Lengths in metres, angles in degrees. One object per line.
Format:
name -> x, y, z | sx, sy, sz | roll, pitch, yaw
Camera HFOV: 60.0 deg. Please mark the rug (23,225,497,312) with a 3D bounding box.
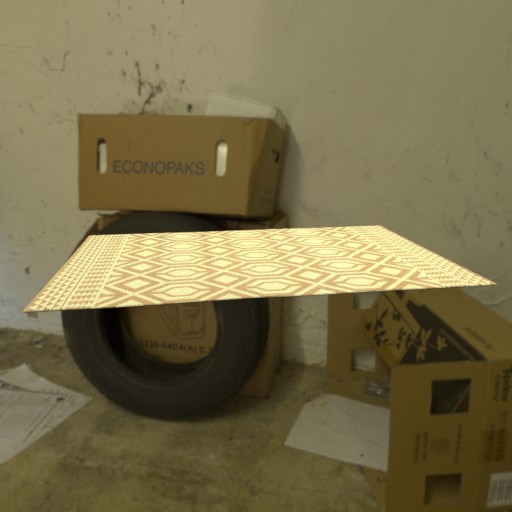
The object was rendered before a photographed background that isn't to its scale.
rug -> 0.000, 0.000, 2.960 | 2.435, 0.011, 1.526 | -2, 16, -8
